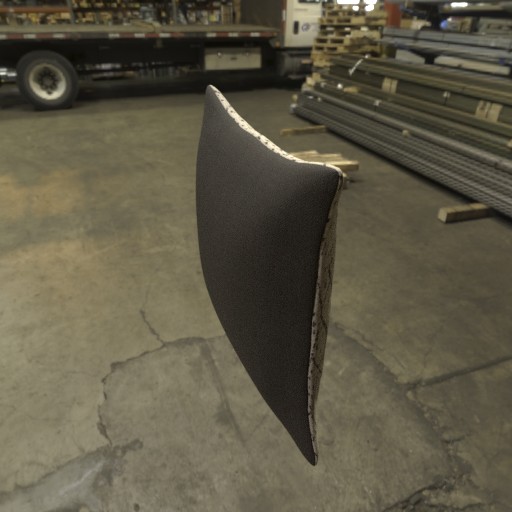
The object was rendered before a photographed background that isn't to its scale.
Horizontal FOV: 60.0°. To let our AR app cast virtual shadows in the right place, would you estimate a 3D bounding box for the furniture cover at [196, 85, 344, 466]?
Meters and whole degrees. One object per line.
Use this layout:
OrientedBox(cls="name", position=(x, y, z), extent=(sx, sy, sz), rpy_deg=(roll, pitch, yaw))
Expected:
OrientedBox(cls="furniture cover", position=(0.000, 0.000, 0.788), extent=(0.180, 0.498, 0.525), rpy_deg=(-11, 32, -17))
